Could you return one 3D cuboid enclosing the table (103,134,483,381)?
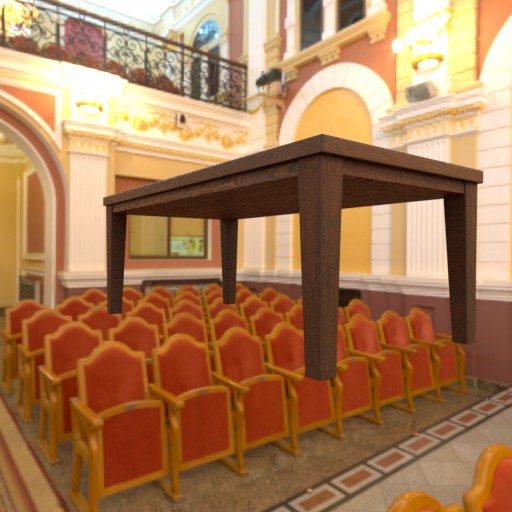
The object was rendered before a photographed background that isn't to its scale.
[{"bbox_3d":[0.000,0.000,2.438,1.016,0.762,1.981,0,1,-37],"label":"table"}]
